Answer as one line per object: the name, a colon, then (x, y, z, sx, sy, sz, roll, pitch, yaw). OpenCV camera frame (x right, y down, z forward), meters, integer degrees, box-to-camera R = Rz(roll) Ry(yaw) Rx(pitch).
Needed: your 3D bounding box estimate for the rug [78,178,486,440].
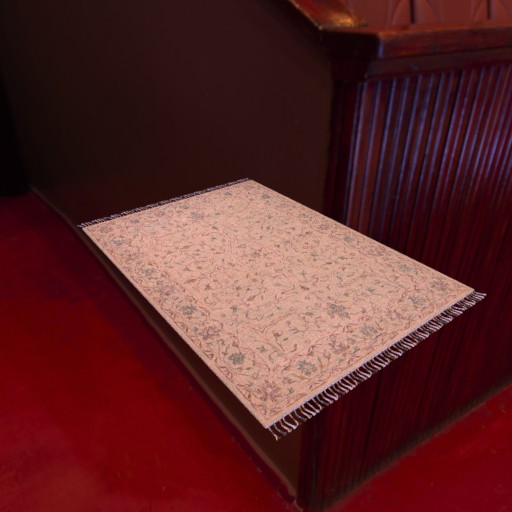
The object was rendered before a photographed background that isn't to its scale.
rug: (0.000, 0.000, 2.278, 1.247, 0.008, 1.802, -22, 37, -31)
